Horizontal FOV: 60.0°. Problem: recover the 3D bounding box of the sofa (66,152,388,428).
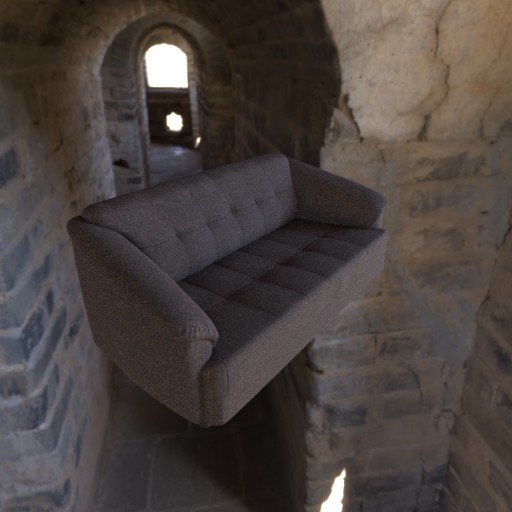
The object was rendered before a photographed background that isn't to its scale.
[{"bbox_3d":[0.000,0.000,2.341,0.887,0.790,1.849,16,29,32],"label":"sofa"}]
